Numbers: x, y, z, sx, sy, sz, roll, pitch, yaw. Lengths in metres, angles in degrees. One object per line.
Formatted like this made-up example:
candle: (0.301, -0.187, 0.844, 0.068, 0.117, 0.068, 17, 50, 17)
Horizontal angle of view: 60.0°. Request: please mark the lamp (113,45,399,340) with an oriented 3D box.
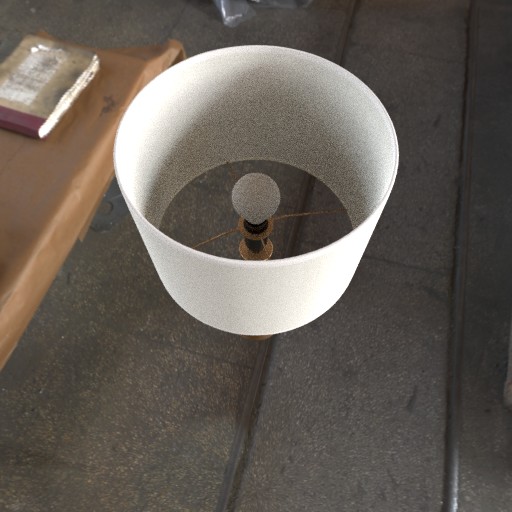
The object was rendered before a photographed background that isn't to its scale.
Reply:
lamp: (0.000, 0.000, 0.631, 0.268, 0.479, 0.268, -16, 63, -8)
